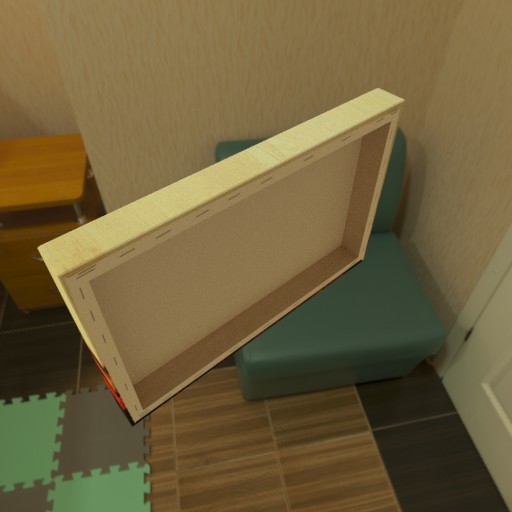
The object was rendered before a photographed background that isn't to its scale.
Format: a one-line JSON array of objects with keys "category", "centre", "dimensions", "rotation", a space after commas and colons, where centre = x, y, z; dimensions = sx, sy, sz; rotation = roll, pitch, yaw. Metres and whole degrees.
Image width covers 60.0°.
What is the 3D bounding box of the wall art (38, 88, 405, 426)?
[{"category": "wall art", "centre": [0.000, 0.000, 0.485], "dimensions": [0.383, 0.251, 0.037], "rotation": [-32, 54, -26]}]
